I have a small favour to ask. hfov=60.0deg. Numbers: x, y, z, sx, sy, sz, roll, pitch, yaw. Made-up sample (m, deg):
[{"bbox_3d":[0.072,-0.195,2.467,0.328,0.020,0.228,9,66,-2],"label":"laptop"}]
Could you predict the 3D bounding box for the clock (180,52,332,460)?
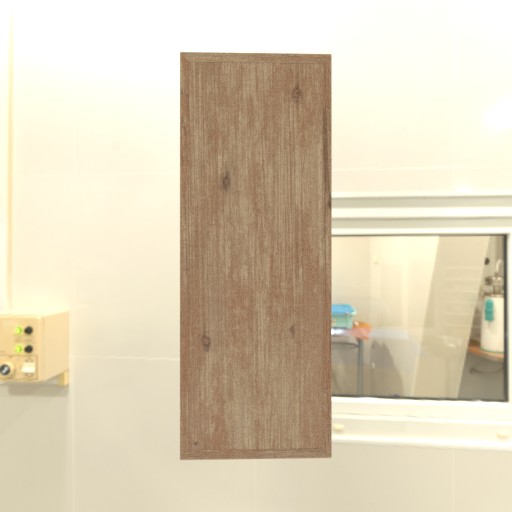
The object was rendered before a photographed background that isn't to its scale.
[{"bbox_3d":[0.000,0.000,1.067,0.361,0.965,0.030,0,0,-2],"label":"clock"}]
